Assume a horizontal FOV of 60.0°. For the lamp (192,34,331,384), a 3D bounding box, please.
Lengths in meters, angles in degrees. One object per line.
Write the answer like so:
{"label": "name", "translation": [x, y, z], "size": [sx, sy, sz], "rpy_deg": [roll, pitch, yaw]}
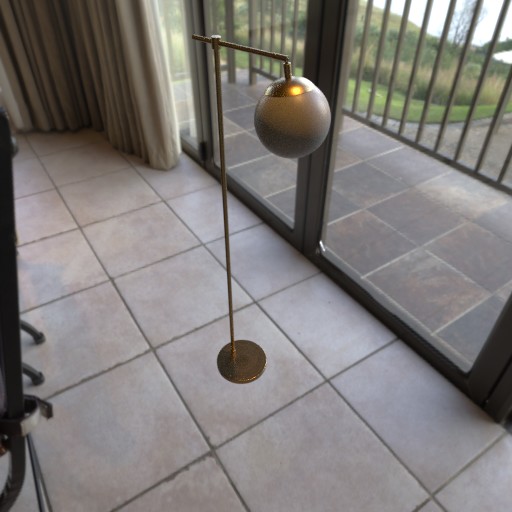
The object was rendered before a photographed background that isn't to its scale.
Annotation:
{"label": "lamp", "translation": [0.000, 0.000, 1.693], "size": [0.476, 1.505, 0.249], "rpy_deg": [27, 47, 28]}
